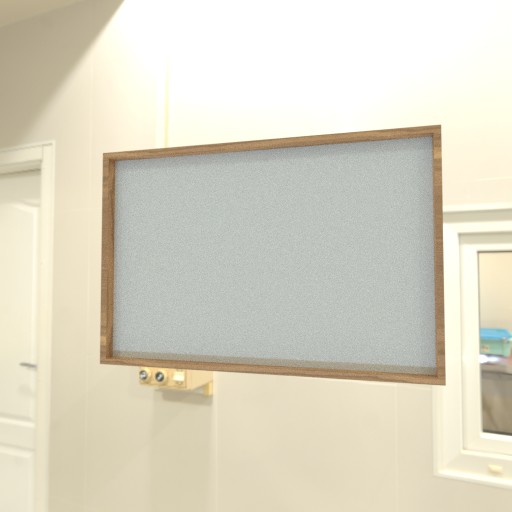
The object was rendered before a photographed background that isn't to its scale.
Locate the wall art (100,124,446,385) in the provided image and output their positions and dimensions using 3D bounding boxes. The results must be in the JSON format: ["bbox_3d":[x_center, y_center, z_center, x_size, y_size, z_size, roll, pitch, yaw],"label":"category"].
[{"bbox_3d":[0.000,0.000,1.165,0.911,0.605,0.037,-1,-2,16],"label":"wall art"}]
